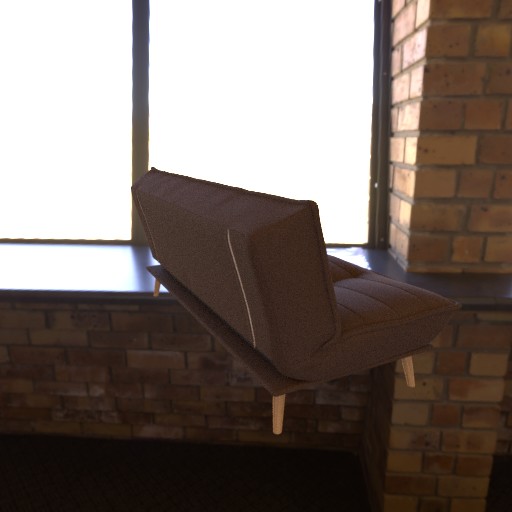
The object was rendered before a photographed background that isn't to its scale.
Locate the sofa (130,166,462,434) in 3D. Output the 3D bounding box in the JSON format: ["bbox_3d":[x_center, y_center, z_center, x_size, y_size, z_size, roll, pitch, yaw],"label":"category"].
[{"bbox_3d":[0.000,0.000,2.448,0.950,0.890,1.940,-8,17,-27],"label":"sofa"}]
